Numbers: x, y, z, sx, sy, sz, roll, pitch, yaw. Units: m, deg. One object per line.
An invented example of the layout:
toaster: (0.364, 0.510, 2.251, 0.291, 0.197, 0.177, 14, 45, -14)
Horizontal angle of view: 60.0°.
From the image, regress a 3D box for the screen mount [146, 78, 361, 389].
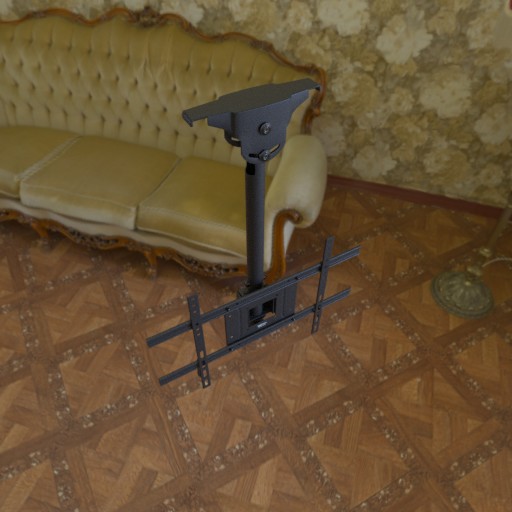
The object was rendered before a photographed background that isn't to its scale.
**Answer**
screen mount: (0.000, 0.000, 1.036, 0.595, 0.775, 0.090, -22, 50, -20)
